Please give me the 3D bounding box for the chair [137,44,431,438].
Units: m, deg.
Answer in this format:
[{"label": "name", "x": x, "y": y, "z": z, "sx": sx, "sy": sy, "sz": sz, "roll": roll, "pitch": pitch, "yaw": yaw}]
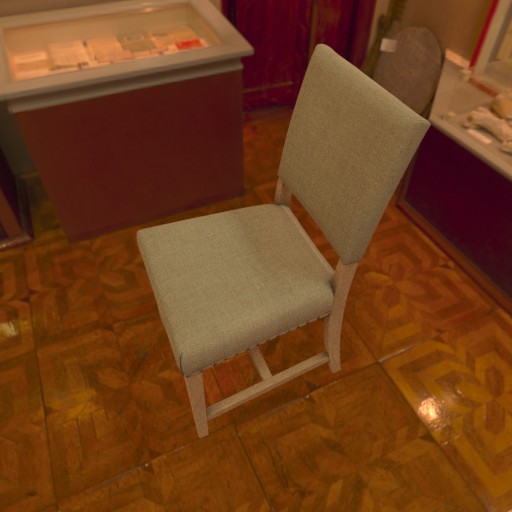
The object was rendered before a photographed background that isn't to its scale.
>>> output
[{"label": "chair", "x": 0.000, "y": 0.000, "z": 1.314, "sx": 0.622, "sy": 0.986, "sz": 0.508, "roll": -17, "pitch": 49, "yaw": -15}]
